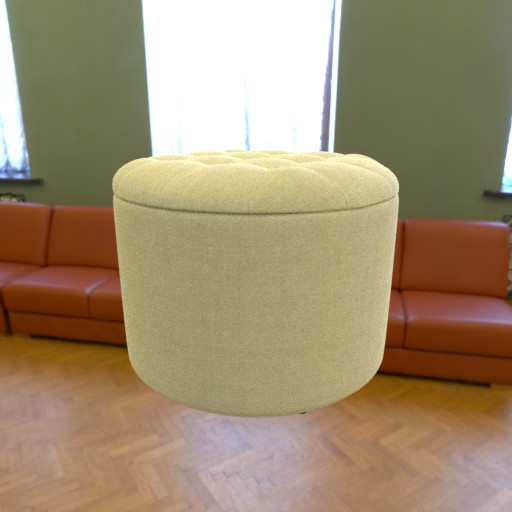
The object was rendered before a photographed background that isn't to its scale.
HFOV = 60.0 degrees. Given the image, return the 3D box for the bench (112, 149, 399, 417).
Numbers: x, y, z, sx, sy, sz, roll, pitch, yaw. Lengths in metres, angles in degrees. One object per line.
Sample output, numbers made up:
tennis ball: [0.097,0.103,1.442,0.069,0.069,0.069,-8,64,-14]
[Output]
bench: [0.000,0.000,1.014,0.600,0.453,0.600,0,17,0]
